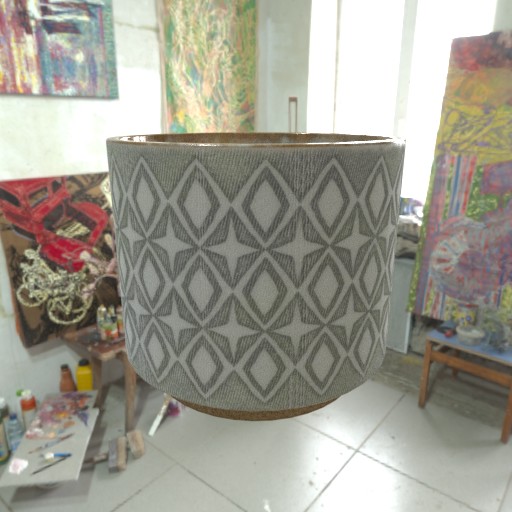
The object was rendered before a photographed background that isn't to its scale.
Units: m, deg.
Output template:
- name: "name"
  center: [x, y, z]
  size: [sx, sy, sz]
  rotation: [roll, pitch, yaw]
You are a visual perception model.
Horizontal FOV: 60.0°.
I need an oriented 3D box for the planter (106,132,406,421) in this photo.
- name: "planter"
  center: [0.000, 0.000, 0.427]
  size: [0.255, 0.223, 0.255]
  rotation: [0, 17, 0]
